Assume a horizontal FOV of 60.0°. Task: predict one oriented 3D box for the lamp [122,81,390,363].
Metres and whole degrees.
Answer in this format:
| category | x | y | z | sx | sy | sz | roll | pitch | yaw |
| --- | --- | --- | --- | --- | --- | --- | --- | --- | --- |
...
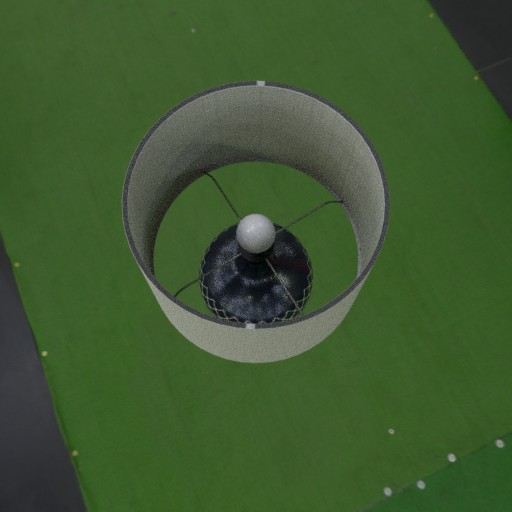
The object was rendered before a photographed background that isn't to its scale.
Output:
| category | x | y | z | sx | sy | sz | roll | pitch | yaw |
| --- | --- | --- | --- | --- | --- | --- | --- | --- | --- |
| lamp | 0.000 | 0.000 | 0.797 | 0.376 | 0.540 | 0.376 | 0 | 74 | 0 |
